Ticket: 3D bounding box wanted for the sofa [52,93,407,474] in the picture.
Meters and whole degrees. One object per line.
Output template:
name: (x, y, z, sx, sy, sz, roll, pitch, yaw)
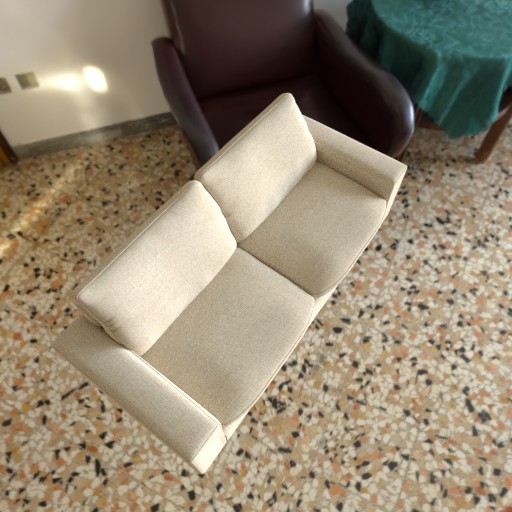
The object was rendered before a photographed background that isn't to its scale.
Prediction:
sofa: (0.000, 0.000, 2.770, 1.040, 0.922, 2.299, 32, 63, 18)
